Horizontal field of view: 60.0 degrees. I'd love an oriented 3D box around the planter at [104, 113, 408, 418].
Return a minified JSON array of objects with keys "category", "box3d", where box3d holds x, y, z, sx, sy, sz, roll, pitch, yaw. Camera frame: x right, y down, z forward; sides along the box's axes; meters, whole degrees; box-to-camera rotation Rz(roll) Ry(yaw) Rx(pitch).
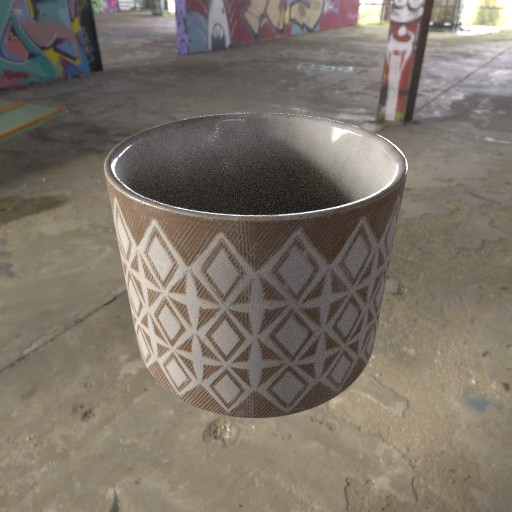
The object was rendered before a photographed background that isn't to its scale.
[{"category":"planter","box3d":[0.000,0.000,0.336,0.193,0.165,0.193,0,32,0]}]
